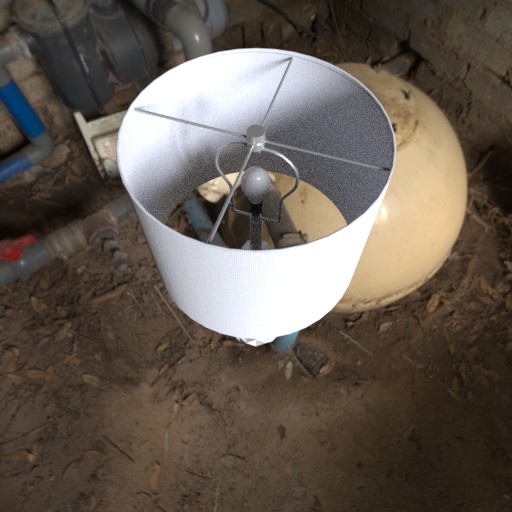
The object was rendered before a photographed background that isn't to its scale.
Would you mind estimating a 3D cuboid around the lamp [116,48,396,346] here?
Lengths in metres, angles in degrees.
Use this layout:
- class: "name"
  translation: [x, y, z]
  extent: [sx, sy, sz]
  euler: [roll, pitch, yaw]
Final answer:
- class: "lamp"
  translation: [0.000, 0.000, 0.695]
  extent: [0.297, 0.522, 0.297]
  euler: [0, 59, 0]
